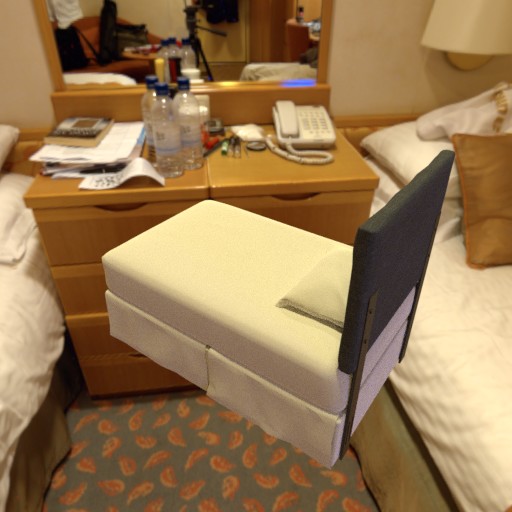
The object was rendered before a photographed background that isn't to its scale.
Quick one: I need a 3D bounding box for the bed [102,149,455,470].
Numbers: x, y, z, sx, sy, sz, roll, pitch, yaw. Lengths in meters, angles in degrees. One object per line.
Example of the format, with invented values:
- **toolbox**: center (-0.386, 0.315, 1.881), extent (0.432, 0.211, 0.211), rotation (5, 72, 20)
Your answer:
- **bed**: center (0.000, 0.000, 3.012), extent (1.997, 1.571, 1.261), rotation (22, 39, 30)
